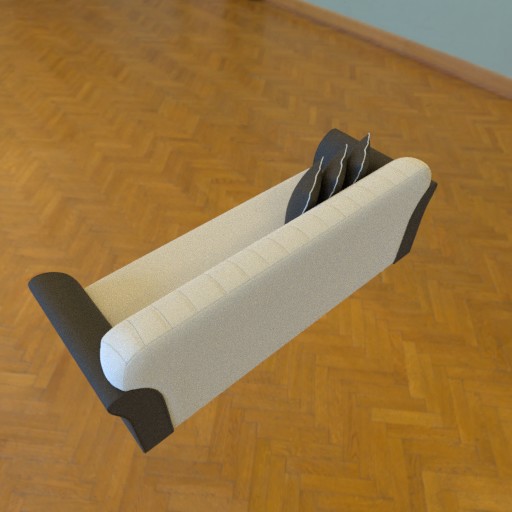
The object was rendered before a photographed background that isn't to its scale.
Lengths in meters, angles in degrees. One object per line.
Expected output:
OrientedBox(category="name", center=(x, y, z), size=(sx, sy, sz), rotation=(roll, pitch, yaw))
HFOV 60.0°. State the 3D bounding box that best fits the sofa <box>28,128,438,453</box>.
OrientedBox(category="sofa", center=(0.000, 0.000, 2.335), size=(2.001, 0.787, 0.755), rotation=(-31, 54, -27))
